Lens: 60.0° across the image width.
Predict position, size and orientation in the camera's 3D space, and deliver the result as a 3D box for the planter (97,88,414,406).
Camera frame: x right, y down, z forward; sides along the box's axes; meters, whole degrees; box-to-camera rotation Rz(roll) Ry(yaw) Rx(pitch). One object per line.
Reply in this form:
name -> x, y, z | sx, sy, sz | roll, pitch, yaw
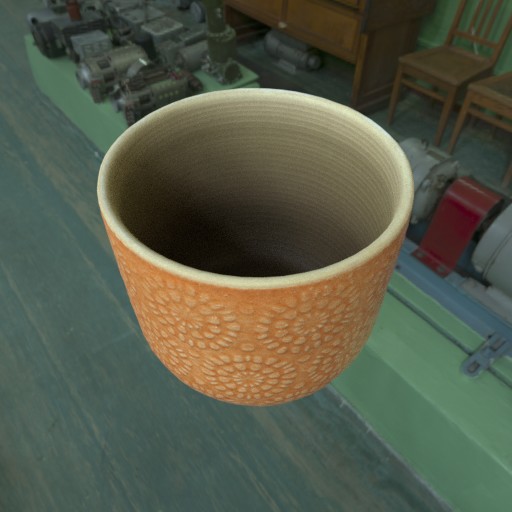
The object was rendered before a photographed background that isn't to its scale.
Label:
planter -> 0.000, 0.000, 0.284 | 0.170, 0.152, 0.170 | 0, 47, 0
